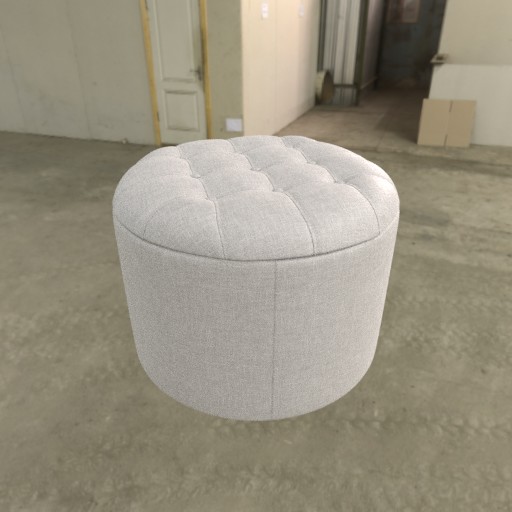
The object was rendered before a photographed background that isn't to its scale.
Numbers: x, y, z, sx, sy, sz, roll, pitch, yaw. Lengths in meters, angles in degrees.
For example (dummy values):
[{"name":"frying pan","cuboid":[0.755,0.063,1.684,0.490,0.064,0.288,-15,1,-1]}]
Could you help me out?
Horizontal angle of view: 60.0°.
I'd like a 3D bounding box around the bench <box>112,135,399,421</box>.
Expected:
[{"name":"bench","cuboid":[0.000,0.000,1.031,0.600,0.453,0.600,0,30,0]}]
